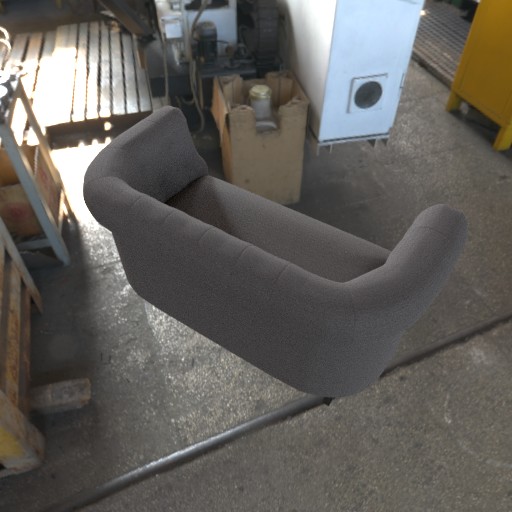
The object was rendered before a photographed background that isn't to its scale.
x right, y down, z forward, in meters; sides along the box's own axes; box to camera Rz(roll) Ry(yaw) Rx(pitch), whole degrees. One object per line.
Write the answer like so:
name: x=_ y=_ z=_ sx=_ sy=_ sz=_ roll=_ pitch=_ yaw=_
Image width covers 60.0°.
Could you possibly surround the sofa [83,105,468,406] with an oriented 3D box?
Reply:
sofa: x=0.000 y=0.000 z=2.036 sx=1.558 sy=0.827 sz=0.835 roll=26 pitch=52 yaw=22
